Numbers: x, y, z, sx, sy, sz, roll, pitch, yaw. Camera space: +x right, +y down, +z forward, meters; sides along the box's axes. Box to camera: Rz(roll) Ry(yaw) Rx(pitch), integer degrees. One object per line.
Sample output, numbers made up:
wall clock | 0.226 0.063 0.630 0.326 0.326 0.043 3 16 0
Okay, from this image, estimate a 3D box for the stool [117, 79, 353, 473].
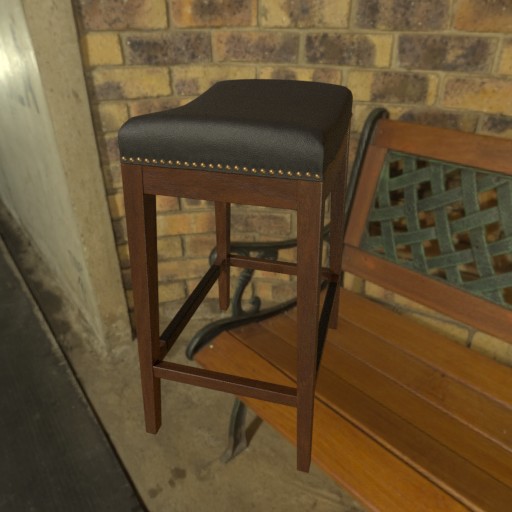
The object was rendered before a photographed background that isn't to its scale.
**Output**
stool | 0.000 0.000 0.956 0.353 0.664 0.490 8 30 14
